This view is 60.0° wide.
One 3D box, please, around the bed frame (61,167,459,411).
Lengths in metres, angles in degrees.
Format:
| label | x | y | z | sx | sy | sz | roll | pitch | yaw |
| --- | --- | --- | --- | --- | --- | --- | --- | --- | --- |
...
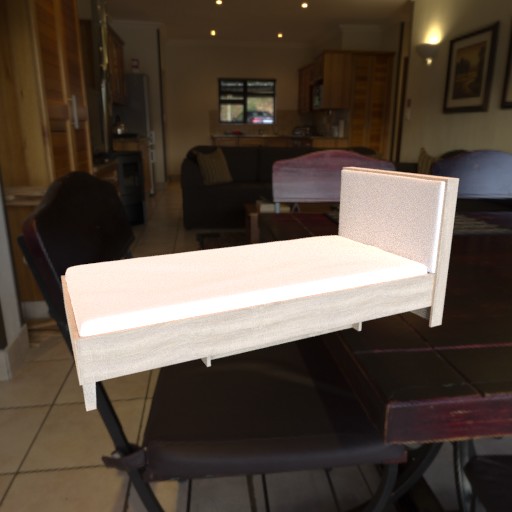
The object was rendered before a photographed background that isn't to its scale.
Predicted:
| label | x | y | z | sx | sy | sz | roll | pitch | yaw |
| --- | --- | --- | --- | --- | --- | --- | --- | --- | --- |
| bed frame | 0.000 | 0.000 | 2.672 | 2.140 | 0.920 | 0.990 | -7 | 17 | -25 |
